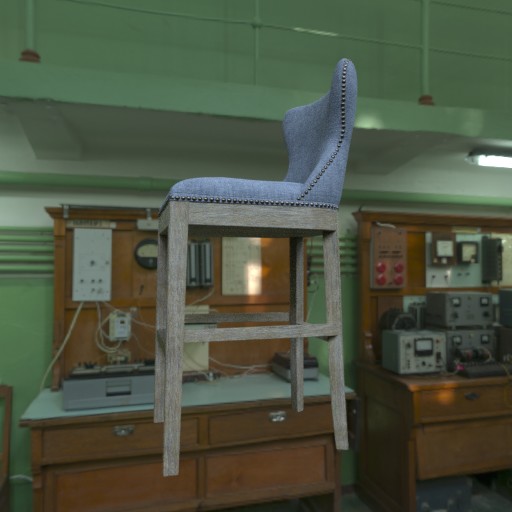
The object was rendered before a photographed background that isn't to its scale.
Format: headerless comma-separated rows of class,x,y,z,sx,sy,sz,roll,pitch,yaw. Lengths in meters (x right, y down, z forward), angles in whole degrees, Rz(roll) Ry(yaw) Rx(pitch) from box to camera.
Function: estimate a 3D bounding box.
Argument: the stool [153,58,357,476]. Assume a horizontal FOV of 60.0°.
stool,0.000,0.000,1.408,0.606,1.123,0.494,0,-1,-16
